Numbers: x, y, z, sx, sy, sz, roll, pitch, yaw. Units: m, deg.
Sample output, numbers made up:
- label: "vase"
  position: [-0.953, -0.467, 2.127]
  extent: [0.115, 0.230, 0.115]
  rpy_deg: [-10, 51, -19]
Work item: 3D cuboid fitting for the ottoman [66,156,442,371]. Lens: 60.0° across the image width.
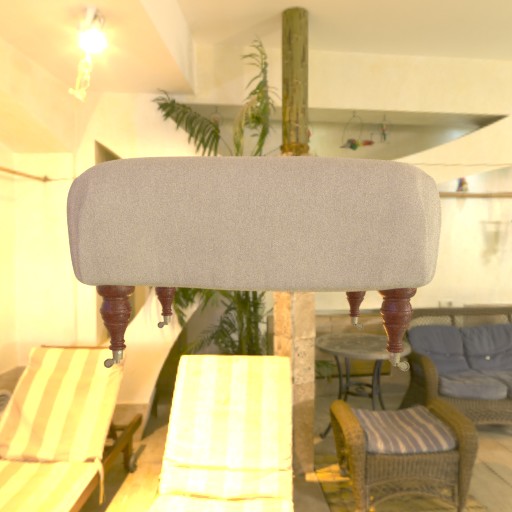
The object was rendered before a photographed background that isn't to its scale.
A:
- label: "ottoman"
  position: [0.000, 0.000, 1.124]
  extent: [0.746, 0.450, 0.622]
  rpy_deg: [0, 2, 2]
